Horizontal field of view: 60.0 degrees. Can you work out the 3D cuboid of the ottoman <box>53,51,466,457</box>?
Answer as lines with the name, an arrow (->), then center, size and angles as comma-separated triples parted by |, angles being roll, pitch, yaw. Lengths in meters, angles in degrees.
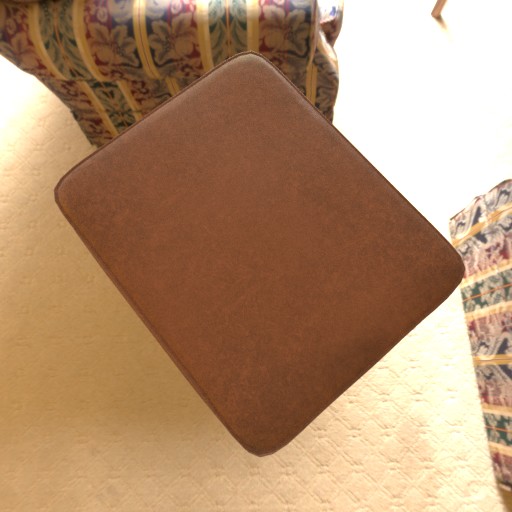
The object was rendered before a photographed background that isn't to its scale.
ottoman -> 0.000, 0.000, 1.104 | 0.589, 0.537, 0.738 | -39, 78, -10
